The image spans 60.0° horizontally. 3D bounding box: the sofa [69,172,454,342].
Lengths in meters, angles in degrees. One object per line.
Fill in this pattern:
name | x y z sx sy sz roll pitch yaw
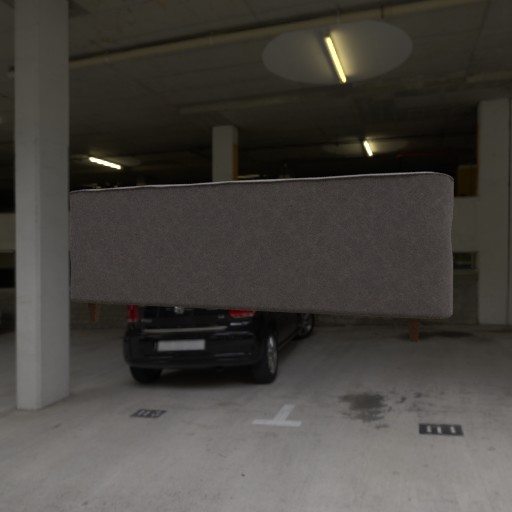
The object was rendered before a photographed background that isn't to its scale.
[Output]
sofa | 0.000 0.000 2.751 2.247 0.806 0.917 0 1 19
